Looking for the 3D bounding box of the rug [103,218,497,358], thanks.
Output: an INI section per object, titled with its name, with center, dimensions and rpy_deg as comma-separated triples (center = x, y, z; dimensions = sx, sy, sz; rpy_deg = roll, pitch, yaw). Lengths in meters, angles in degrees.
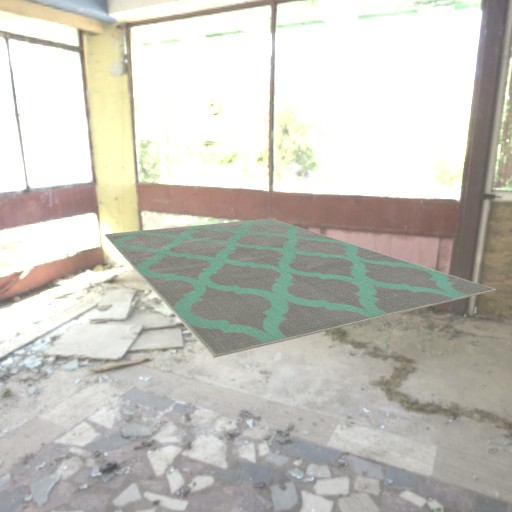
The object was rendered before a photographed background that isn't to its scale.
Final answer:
[rug]
center = 0.000, 0.000, 2.855
dimensions = 1.524, 0.006, 2.286
rpy_deg = -8, 17, -27
